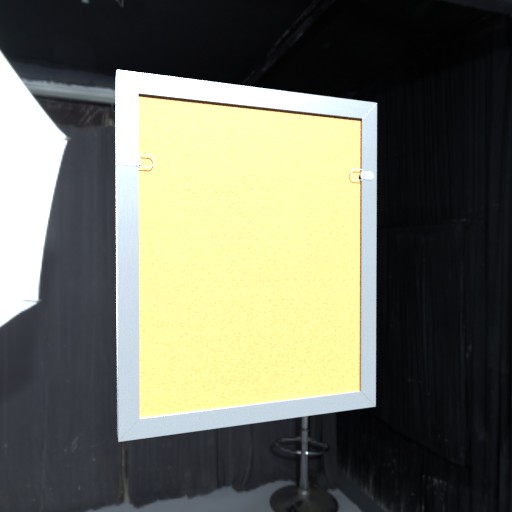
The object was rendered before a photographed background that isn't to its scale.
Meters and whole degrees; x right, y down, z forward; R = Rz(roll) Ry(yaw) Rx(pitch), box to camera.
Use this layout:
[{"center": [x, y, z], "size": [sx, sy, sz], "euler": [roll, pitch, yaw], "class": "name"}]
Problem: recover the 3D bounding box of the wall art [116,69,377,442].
[{"center": [0.000, 0.000, 0.515], "size": [0.308, 0.379, 0.030], "euler": [0, 1, -19], "class": "wall art"}]
